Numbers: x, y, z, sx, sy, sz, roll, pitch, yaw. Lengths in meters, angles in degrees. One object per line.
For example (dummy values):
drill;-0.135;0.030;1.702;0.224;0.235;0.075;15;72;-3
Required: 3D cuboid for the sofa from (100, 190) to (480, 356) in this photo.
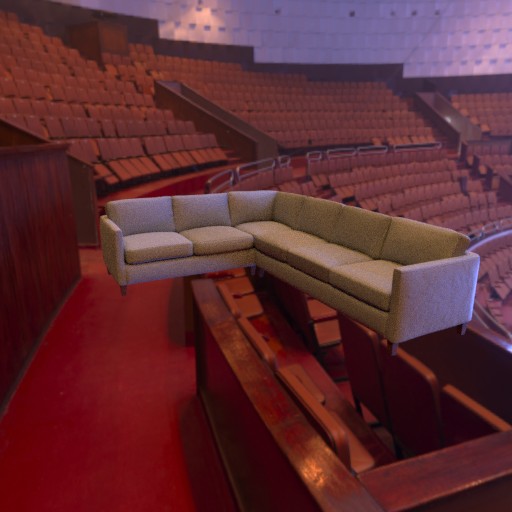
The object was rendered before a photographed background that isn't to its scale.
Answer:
sofa;0.000;0.000;4.553;2.592;0.947;3.301;-8;17;-26
